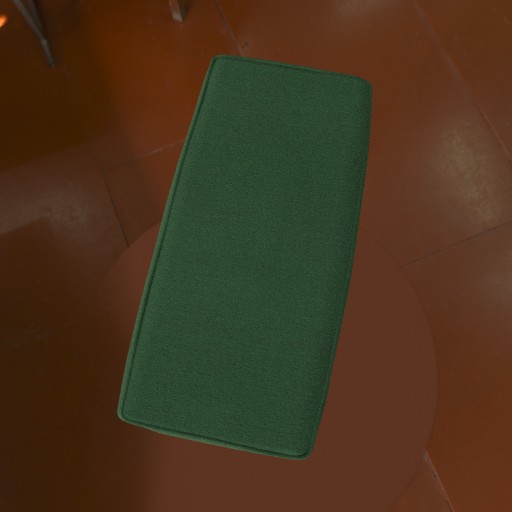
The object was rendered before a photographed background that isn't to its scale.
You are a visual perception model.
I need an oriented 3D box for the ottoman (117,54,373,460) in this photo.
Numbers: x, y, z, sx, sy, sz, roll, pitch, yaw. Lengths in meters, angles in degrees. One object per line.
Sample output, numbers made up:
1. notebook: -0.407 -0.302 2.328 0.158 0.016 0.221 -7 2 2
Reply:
1. ottoman: 0.000 0.000 1.256 0.483 0.471 0.957 11 77 3
